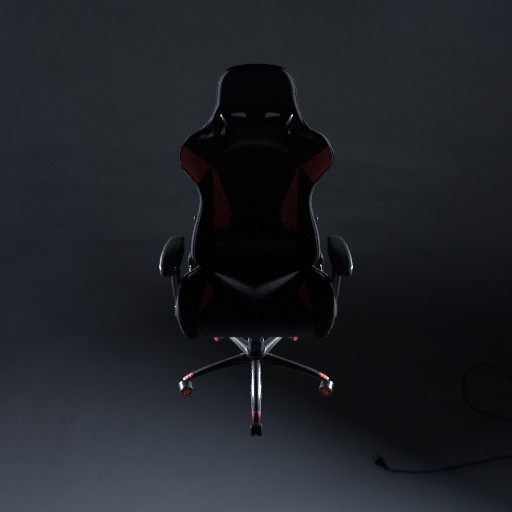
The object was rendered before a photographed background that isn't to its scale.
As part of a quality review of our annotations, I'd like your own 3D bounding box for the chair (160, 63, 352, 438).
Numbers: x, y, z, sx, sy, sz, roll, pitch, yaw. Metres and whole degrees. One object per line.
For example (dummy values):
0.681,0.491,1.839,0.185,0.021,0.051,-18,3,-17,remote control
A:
0.000,0.000,1.726,0.695,1.326,0.658,0,30,0,chair
